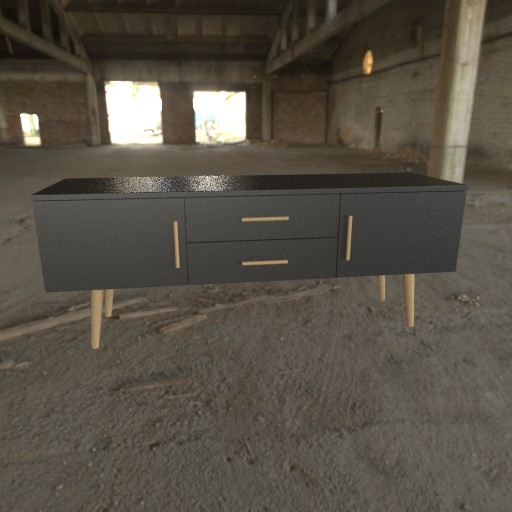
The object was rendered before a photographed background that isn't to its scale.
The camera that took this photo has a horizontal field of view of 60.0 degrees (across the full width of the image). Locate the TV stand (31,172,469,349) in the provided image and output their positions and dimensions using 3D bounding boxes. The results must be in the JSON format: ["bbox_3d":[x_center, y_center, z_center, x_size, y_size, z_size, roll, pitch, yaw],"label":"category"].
[{"bbox_3d":[0.000,0.000,1.559,1.312,0.518,0.390,-2,17,-8],"label":"TV stand"}]
